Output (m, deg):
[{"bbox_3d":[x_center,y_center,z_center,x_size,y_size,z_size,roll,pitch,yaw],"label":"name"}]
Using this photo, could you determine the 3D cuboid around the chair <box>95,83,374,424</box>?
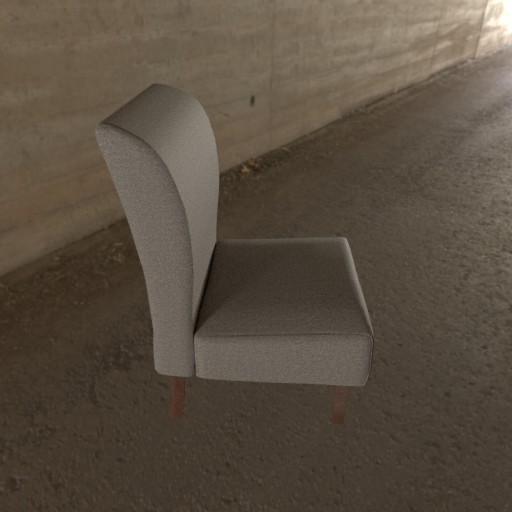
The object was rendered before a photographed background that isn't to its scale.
[{"bbox_3d":[0.000,0.000,1.193,0.592,0.804,0.513,1,31,1],"label":"chair"}]
